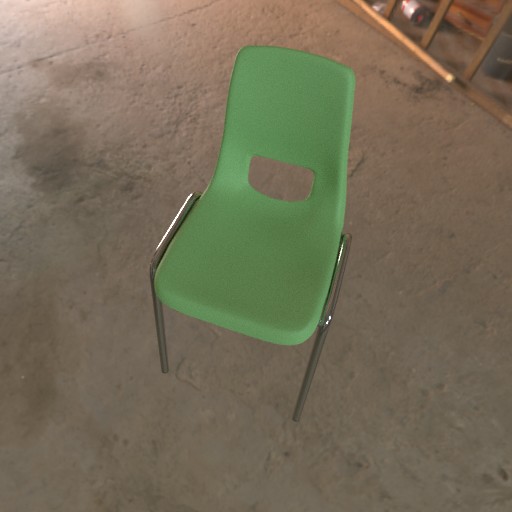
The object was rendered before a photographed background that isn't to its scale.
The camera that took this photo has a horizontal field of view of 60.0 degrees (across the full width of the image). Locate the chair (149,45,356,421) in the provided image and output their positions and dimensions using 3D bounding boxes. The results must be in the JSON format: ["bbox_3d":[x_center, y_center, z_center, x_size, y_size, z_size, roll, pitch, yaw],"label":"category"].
[{"bbox_3d":[0.000,0.000,0.953,0.381,0.704,0.436,17,59,11],"label":"chair"}]
